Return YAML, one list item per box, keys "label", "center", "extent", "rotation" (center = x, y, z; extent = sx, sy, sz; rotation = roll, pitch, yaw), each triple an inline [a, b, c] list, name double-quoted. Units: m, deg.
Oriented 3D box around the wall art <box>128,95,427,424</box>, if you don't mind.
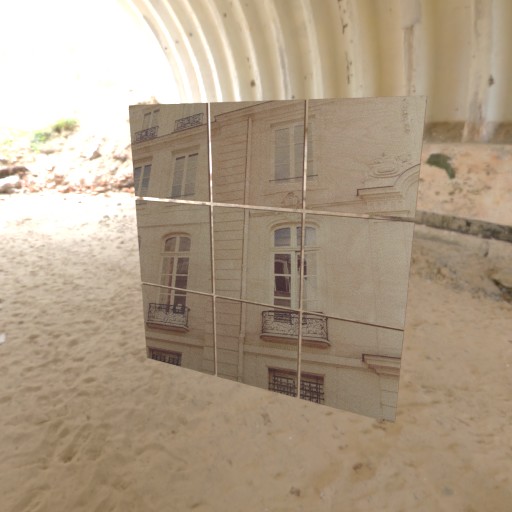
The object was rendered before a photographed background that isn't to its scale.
- label: "wall art"
  center: [0.000, 0.000, 1.844]
  extent: [1.221, 1.218, 0.024]
  rotation: [7, 17, 25]
